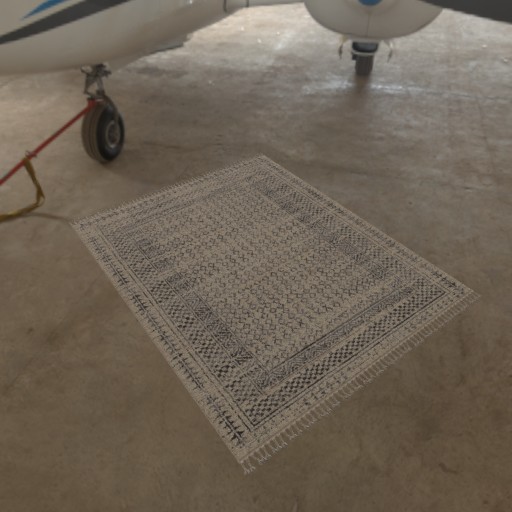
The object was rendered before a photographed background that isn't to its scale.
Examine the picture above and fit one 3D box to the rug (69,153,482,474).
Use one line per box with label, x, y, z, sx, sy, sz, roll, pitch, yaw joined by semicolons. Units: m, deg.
rug;0.000;0.000;3.866;2.312;0.013;2.940;-26;48;-27
